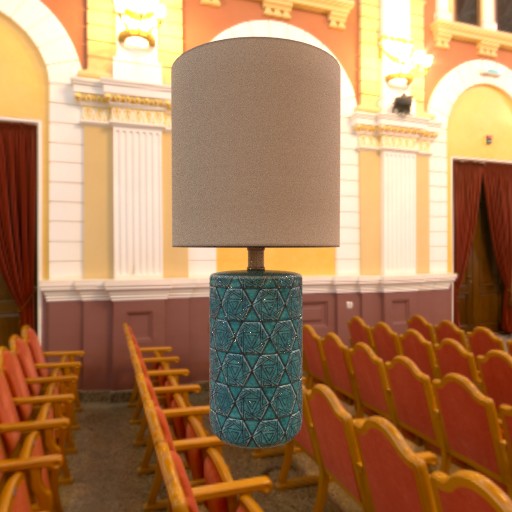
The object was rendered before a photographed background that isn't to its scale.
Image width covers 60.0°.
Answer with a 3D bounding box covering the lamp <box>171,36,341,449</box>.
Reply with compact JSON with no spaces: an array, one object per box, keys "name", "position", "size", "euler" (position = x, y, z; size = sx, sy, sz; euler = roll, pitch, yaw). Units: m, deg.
[{"name":"lamp","position":[0.000,0.000,0.742],"size":[0.278,0.597,0.278],"euler":[0,1,-19]}]
